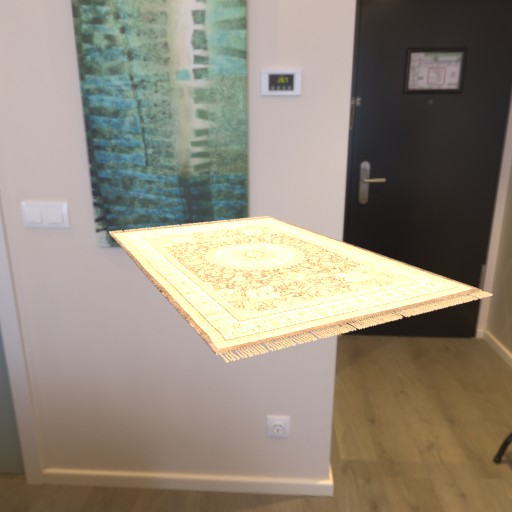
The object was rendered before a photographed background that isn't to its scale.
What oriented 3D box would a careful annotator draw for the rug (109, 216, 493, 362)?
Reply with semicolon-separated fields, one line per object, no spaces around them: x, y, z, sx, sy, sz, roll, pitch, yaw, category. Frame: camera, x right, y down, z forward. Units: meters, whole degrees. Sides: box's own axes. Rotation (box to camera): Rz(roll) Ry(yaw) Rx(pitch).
0.000;0.000;4.199;2.143;0.015;3.422;-8;18;-26;rug
